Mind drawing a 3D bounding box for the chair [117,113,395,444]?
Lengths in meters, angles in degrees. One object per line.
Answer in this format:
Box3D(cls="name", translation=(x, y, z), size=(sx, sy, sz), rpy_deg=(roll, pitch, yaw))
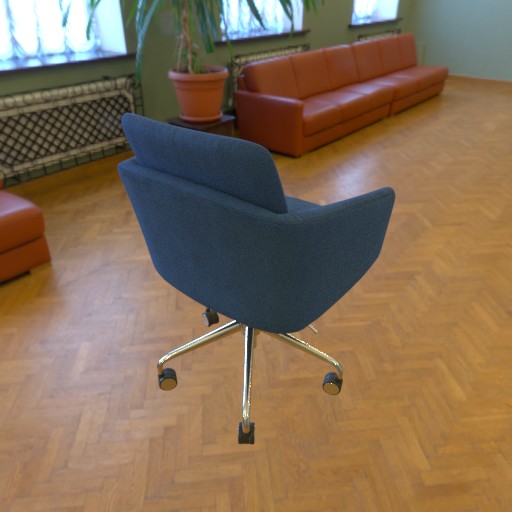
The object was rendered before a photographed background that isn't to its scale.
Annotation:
Box3D(cls="chair", translation=(0.000, 0.000, 1.361), size=(0.641, 0.908, 0.635), rpy_deg=(22, 38, 32))
